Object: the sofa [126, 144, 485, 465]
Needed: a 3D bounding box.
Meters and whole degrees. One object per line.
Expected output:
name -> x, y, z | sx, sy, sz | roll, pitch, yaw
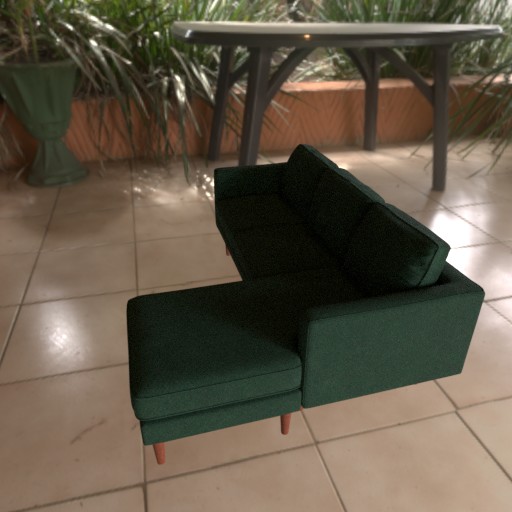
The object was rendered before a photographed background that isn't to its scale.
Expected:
sofa -> 0.000, 0.000, 2.744 | 1.580, 0.899, 2.030 | -8, 30, -14
